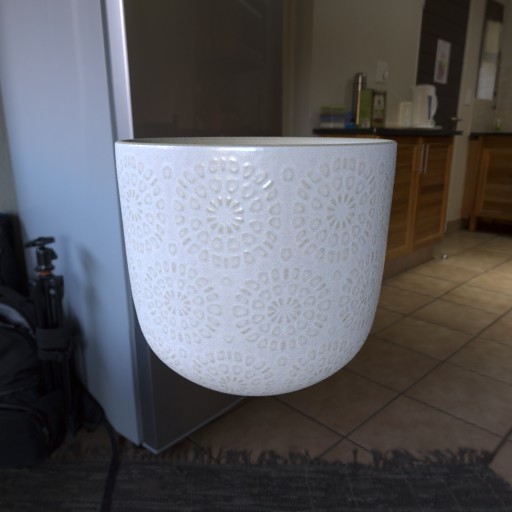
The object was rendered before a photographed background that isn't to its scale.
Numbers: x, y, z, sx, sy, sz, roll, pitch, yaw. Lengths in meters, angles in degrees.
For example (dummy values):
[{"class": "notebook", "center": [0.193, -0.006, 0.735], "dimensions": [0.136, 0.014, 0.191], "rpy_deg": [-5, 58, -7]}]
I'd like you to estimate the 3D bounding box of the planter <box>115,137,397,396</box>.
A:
[{"class": "planter", "center": [0.000, 0.000, 0.299], "dimensions": [0.170, 0.152, 0.170], "rpy_deg": [0, 16, 0]}]
